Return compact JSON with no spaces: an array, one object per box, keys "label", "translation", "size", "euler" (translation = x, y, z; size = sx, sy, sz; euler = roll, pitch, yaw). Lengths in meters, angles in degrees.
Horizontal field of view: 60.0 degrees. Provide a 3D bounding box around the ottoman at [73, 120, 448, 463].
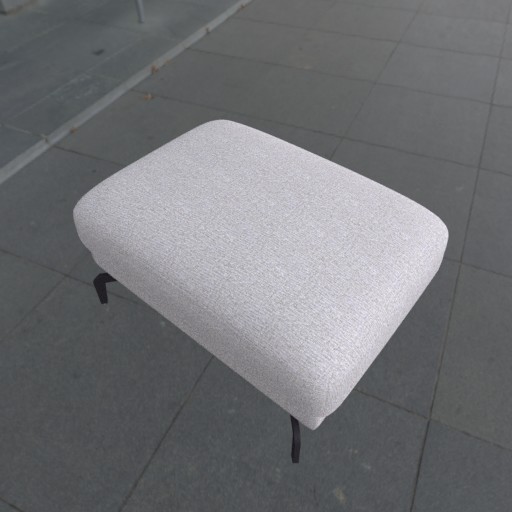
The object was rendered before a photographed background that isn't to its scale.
[{"label":"ottoman","translation":[0.000,0.000,1.129],"size":[0.772,0.420,0.568],"euler":[31,54,26]}]
